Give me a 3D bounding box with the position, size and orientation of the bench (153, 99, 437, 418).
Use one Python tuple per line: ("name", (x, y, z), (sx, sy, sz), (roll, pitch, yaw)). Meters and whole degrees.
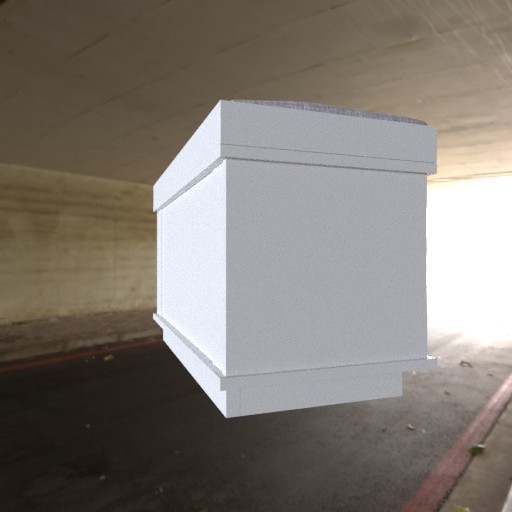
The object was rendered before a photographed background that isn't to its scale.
("bench", (0.000, 0.000, 0.983), (0.362, 0.461, 0.734), (0, 0, -20))
